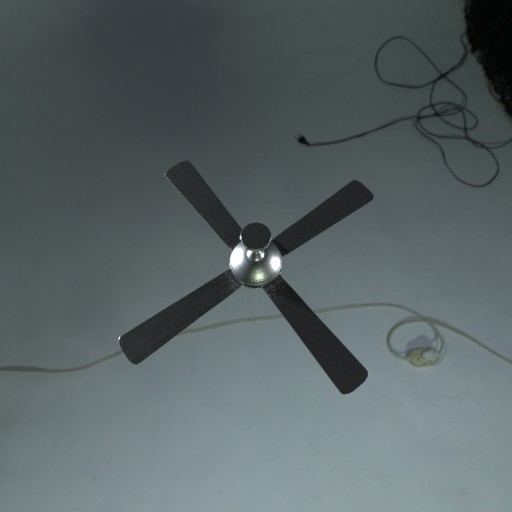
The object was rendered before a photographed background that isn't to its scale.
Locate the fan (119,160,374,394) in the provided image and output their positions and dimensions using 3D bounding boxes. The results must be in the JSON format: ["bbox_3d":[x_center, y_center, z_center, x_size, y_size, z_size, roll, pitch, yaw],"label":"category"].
[{"bbox_3d":[0.000,0.000,1.967,1.321,0.381,1.321,-15,65,-7],"label":"fan"}]
